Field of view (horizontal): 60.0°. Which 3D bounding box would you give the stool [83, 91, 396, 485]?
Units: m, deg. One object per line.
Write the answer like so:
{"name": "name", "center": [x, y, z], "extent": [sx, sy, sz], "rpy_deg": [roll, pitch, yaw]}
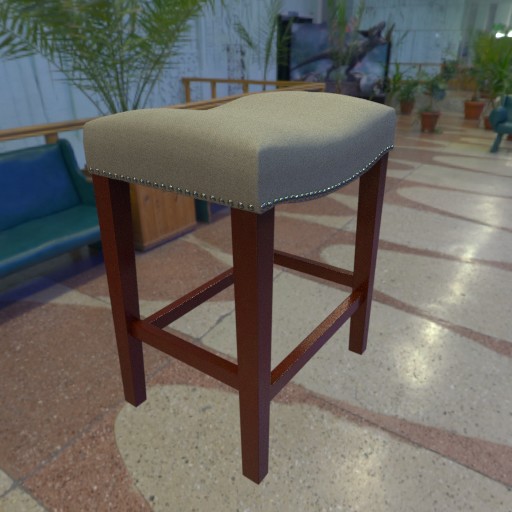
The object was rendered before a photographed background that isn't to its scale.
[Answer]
{"name": "stool", "center": [0.000, 0.000, 0.948], "extent": [0.375, 0.632, 0.509], "rpy_deg": [17, 30, 32]}
